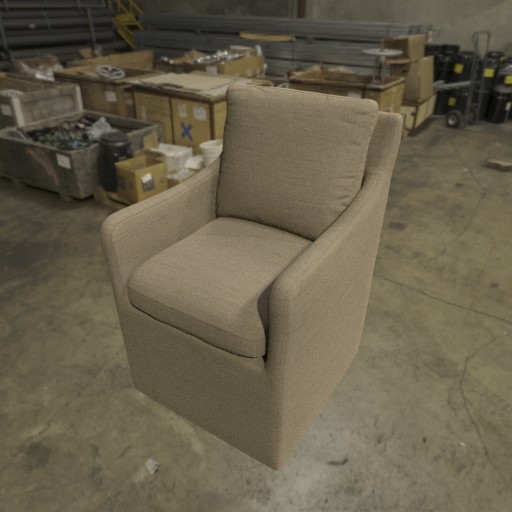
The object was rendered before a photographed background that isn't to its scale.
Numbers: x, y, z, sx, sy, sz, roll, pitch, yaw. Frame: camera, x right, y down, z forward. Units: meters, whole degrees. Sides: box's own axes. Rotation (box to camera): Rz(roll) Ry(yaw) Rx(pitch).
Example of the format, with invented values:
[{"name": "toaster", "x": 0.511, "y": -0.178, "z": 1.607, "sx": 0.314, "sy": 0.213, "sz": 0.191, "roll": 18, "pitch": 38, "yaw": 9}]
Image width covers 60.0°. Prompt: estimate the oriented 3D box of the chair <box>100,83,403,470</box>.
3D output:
[{"name": "chair", "x": 0.000, "y": 0.000, "z": 1.374, "sx": 0.626, "sy": 0.914, "sz": 0.694, "roll": 18, "pitch": 35, "yaw": 28}]
